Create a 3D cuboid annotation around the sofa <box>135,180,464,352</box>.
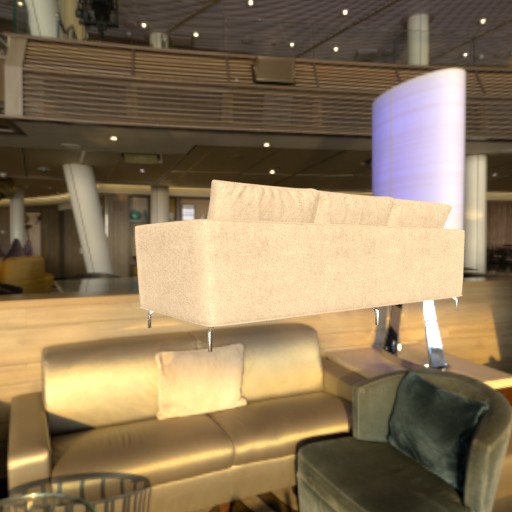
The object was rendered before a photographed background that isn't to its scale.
[{"bbox_3d":[0.000,0.000,3.793,2.438,0.864,2.438,-1,2,-36],"label":"sofa"}]
